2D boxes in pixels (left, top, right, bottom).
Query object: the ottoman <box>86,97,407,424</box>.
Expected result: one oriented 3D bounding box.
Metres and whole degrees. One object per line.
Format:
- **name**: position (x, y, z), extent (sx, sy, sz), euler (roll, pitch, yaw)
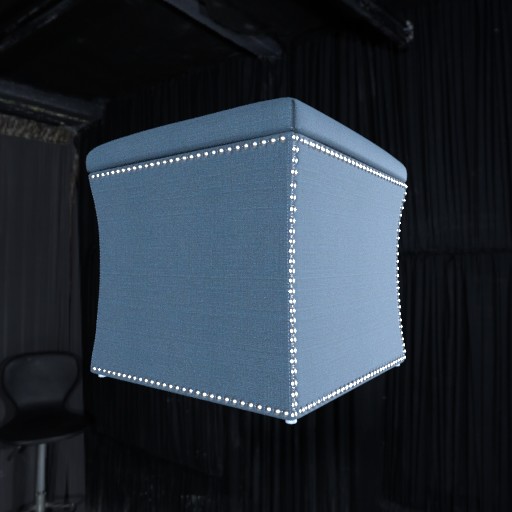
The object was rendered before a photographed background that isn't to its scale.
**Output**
- **ottoman**: position (0.000, 0.000, 0.921), extent (0.497, 0.475, 0.507), euler (-1, -1, 36)
